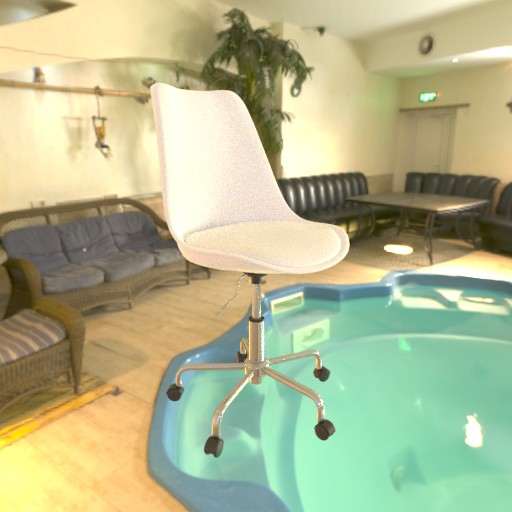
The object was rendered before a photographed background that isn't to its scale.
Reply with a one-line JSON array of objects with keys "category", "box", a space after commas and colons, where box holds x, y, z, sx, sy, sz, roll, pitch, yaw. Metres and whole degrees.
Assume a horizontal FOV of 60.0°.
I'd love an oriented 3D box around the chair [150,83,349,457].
[{"category": "chair", "box": [0.000, 0.000, 1.249, 0.550, 0.930, 0.550, 13, 19, 41]}]
